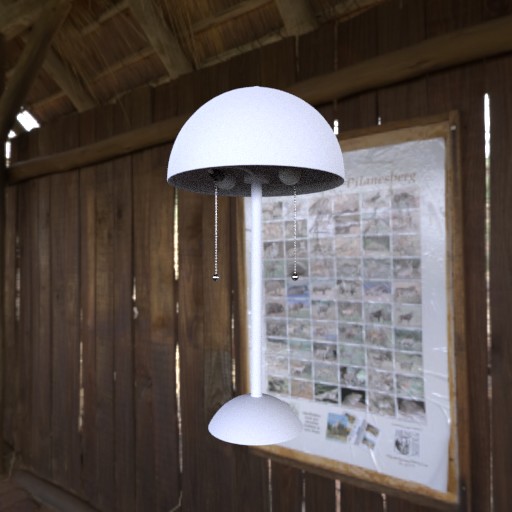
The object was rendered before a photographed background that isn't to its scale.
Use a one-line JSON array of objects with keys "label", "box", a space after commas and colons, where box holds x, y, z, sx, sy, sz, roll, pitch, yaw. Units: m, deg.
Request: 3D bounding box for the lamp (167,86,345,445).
[{"label": "lamp", "box": [0.000, 0.000, 0.433, 0.171, 0.330, 0.171, 0, -1, 0]}]
